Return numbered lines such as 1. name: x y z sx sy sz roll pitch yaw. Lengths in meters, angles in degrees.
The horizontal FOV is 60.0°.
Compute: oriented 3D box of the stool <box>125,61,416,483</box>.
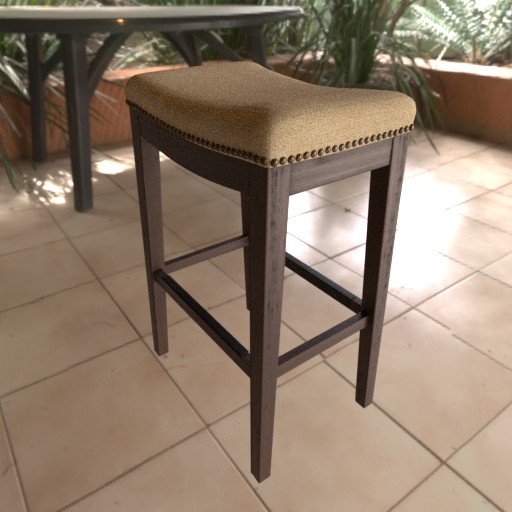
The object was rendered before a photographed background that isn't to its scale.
1. stool: 0.000 0.000 1.016 0.363 0.768 0.509 -21 37 -31
